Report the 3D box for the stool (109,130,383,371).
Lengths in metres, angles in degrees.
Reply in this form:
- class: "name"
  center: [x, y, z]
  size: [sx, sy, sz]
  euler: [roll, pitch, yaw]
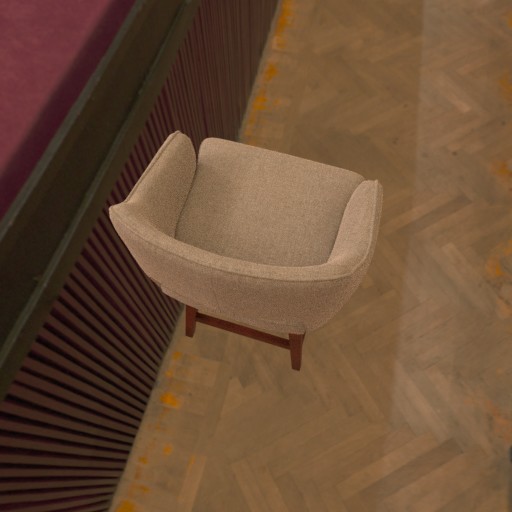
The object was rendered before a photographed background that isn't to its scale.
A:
- class: "stool"
  center: [0.000, 0.000, 1.316]
  size: [0.599, 0.944, 0.558]
  euler: [16, 65, 7]
